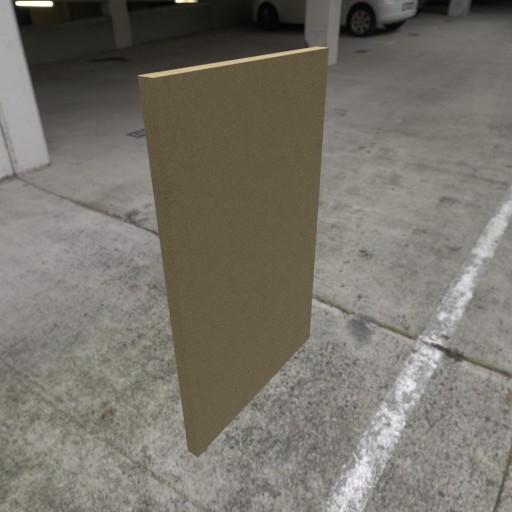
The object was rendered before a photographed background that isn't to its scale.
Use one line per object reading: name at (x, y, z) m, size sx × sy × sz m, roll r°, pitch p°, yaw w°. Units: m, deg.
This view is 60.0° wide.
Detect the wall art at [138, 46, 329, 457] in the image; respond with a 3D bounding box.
wall art at (0.000, 0.000, 0.989) m, size 0.039 × 0.810 × 0.510 m, roll 20°, pitch 36°, yaw 30°
